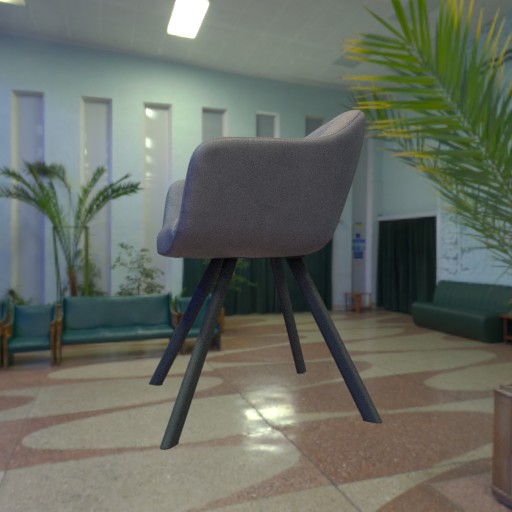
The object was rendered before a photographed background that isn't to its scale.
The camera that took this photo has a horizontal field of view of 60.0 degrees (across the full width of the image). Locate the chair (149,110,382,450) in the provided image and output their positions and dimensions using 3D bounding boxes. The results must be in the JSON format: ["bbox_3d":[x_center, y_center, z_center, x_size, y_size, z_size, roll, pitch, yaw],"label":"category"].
[{"bbox_3d":[0.000,0.000,1.199,0.544,0.781,0.567,0,1,-16],"label":"chair"}]
